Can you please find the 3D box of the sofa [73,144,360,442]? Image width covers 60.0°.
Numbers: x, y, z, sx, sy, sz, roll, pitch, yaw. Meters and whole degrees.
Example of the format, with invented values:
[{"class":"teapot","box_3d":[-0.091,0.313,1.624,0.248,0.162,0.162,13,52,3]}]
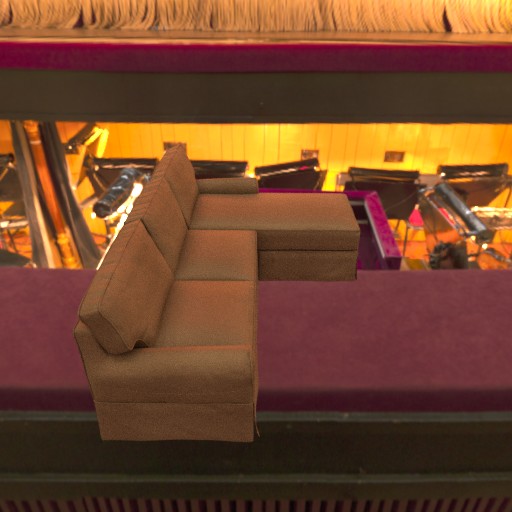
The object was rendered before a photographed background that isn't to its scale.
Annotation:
[{"class":"sofa","box_3d":[0.000,0.000,3.261,1.733,0.978,2.475,0,32,1]}]
